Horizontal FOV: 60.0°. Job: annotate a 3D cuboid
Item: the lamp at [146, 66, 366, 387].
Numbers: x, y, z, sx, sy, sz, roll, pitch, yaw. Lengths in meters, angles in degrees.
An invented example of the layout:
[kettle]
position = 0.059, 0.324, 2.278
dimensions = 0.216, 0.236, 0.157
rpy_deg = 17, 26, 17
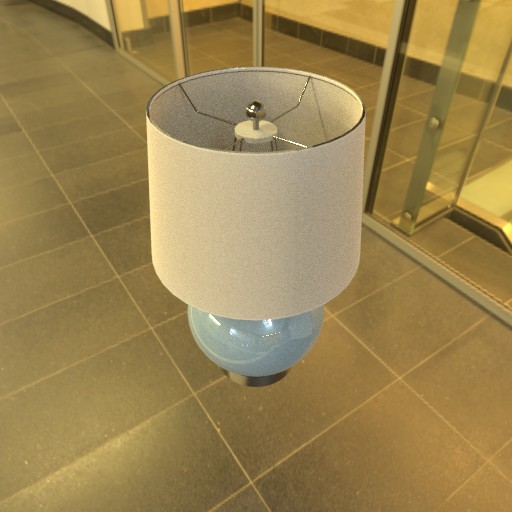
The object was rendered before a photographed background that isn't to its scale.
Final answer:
[lamp]
position = 0.000, 0.000, 0.547
dimensions = 0.247, 0.387, 0.247
rpy_deg = 0, 41, 0
